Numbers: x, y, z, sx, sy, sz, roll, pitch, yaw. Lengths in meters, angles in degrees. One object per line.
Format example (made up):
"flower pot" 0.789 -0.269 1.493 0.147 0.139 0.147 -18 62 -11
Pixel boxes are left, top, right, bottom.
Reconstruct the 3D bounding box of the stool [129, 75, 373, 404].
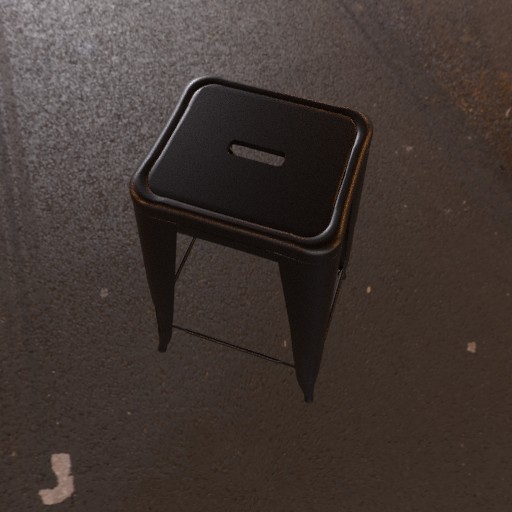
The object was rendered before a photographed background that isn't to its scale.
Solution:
"stool" 0.000 0.000 0.875 0.399 0.609 0.359 16 63 9
